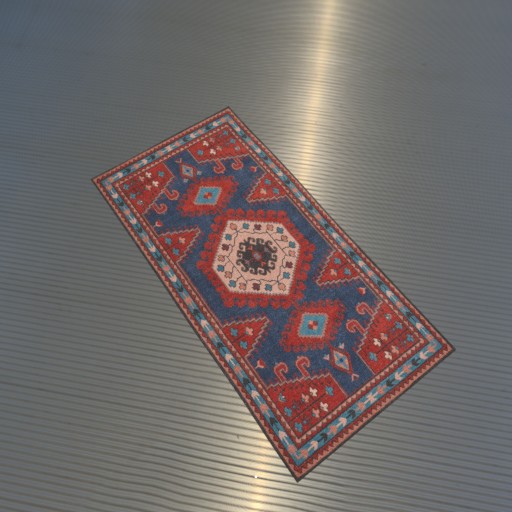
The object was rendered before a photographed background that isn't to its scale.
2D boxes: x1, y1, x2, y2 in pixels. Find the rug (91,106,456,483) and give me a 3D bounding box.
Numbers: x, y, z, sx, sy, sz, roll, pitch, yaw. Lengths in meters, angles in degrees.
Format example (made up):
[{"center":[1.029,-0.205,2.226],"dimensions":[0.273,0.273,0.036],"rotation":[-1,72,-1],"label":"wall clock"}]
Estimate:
[{"center":[0.000,0.000,3.670],"dimensions":[1.522,0.034,3.032],"rotation":[-33,68,-15],"label":"rug"}]
